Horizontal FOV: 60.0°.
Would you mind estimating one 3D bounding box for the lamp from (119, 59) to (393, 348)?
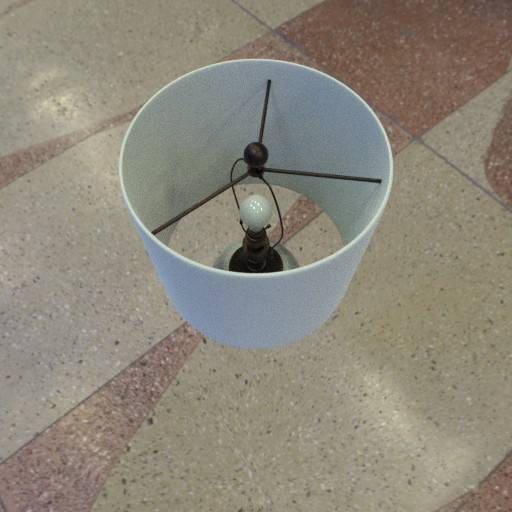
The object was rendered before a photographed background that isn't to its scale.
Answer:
[{"bbox_3d":[0.000,0.000,0.774,0.328,0.570,0.328,0,63,0],"label":"lamp"}]
